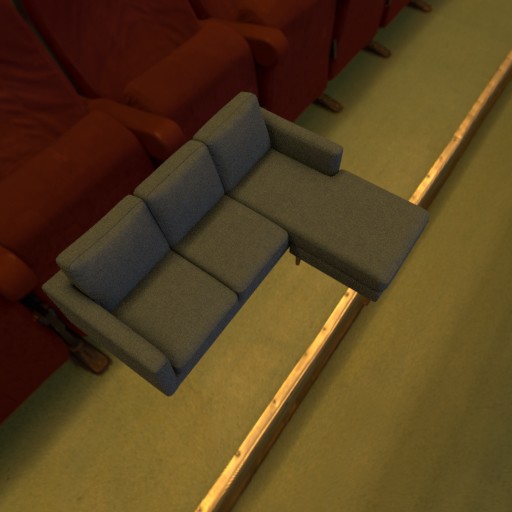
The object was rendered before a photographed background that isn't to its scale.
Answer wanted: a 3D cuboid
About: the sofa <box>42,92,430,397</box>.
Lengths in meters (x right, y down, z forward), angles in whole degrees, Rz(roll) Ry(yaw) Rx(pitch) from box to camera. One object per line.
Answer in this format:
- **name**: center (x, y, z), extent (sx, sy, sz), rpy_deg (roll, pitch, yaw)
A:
- **sofa**: center (0.000, 0.000, 2.989), extent (1.667, 0.957, 2.055), rpy_deg (31, 63, 18)
